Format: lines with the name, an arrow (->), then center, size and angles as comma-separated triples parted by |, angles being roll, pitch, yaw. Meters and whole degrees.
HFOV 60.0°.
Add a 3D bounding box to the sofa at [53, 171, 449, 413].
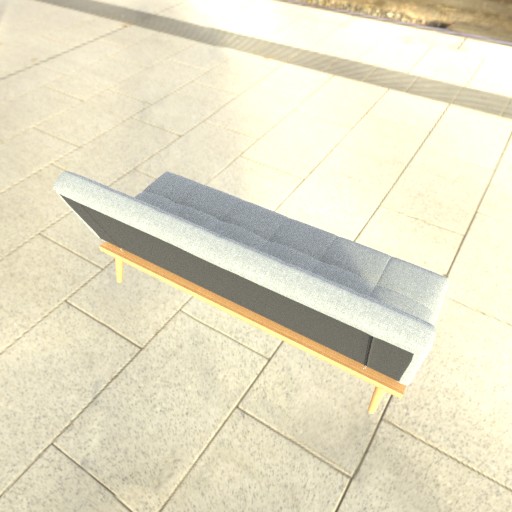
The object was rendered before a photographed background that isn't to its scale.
sofa -> 0.000, 0.000, 2.274 | 1.820, 0.800, 0.800 | 23, 50, 21
